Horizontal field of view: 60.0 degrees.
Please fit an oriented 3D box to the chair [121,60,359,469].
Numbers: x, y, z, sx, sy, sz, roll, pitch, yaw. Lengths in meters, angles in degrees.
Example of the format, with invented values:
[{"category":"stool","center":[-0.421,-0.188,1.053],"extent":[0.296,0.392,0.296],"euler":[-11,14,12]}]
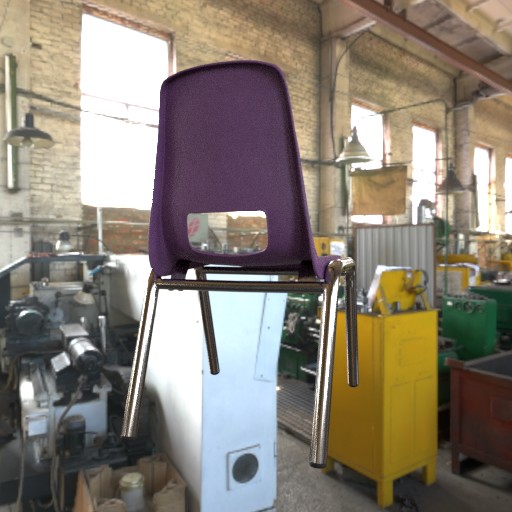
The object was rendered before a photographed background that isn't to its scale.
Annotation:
[{"category":"chair","center":[0.000,0.000,0.844],"extent":[0.356,0.584,0.419],"euler":[0,1,17]}]
